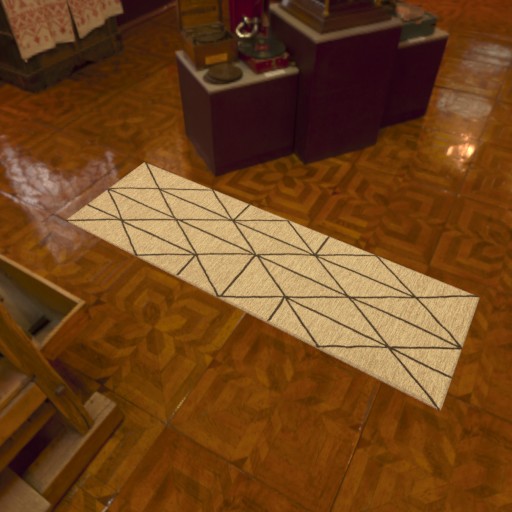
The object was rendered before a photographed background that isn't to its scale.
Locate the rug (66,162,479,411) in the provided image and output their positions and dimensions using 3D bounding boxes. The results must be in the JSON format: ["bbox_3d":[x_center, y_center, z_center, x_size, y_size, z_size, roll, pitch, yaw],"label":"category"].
[{"bbox_3d":[0.000,0.000,2.670,2.438,0.012,0.762,24,51,21],"label":"rug"}]
